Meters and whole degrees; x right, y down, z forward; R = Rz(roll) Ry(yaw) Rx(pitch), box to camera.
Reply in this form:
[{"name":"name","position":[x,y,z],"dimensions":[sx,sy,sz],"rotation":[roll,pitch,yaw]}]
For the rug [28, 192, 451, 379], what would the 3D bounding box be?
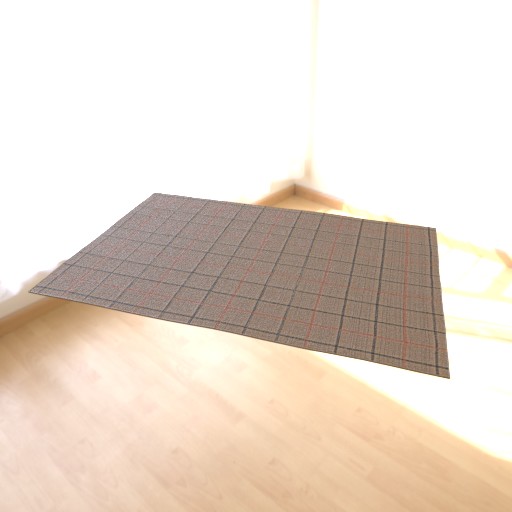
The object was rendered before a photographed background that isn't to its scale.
[{"name":"rug","position":[0.000,0.000,2.317],"dimensions":[1.829,0.013,1.220],"rotation":[9,32,14]}]
